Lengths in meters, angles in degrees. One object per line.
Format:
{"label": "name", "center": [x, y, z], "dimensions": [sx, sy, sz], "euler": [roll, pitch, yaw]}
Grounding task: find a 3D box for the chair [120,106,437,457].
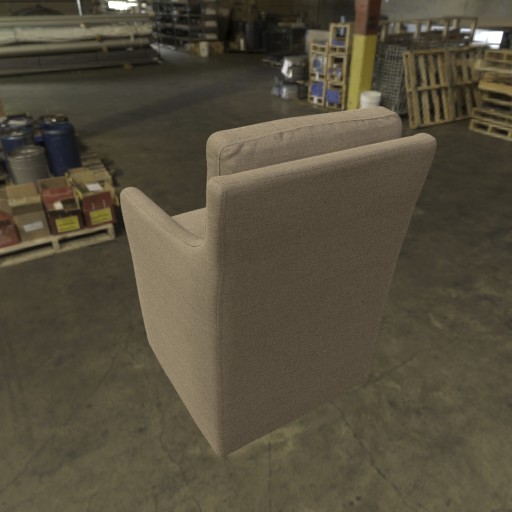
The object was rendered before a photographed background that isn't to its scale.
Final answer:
{"label": "chair", "center": [0.000, 0.000, 1.354], "dimensions": [0.626, 0.914, 0.694], "euler": [-18, 35, -27]}
